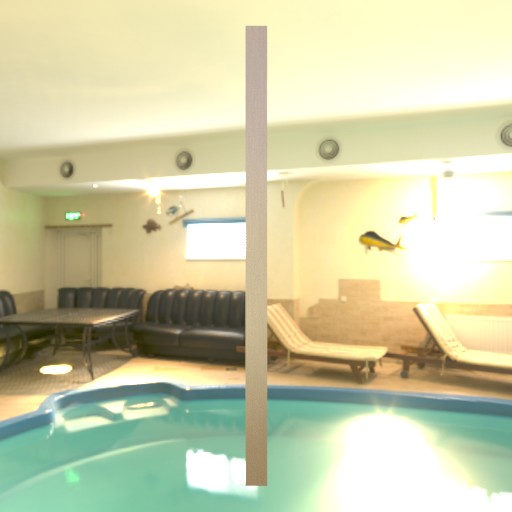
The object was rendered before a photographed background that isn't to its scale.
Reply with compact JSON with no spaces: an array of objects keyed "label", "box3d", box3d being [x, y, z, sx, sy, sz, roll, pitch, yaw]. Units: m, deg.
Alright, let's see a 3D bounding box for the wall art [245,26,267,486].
[{"label":"wall art","box3d":[0.000,0.000,1.180,0.038,0.806,0.806,0,0,0]}]
